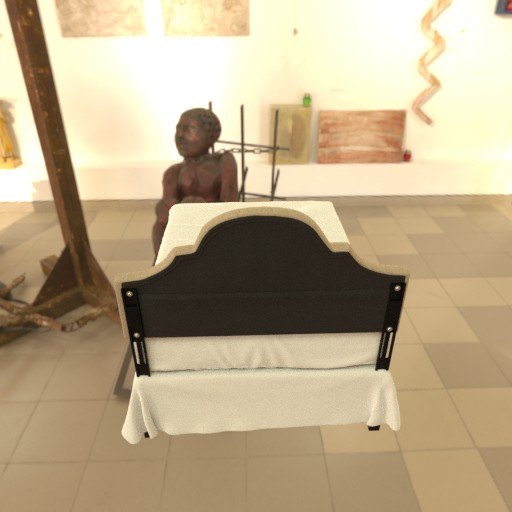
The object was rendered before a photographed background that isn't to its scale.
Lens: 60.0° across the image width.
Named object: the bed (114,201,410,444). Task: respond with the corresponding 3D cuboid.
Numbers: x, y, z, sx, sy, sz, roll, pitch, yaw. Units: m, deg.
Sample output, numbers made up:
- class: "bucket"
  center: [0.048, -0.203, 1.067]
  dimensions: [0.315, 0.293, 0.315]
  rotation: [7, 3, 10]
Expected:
- class: "bed"
  center: [0.000, 0.000, 3.401]
  dimensions: [1.780, 1.634, 2.222]
  rotation: [-1, 30, -2]
